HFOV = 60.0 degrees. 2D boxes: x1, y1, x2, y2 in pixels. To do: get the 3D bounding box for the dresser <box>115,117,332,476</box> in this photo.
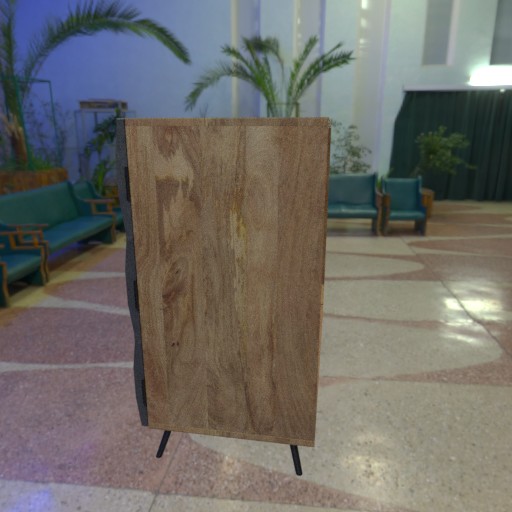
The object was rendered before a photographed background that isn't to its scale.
[{"bbox_3d":[0.000,0.000,1.457,0.446,0.847,0.967,3,16,9],"label":"dresser"}]
